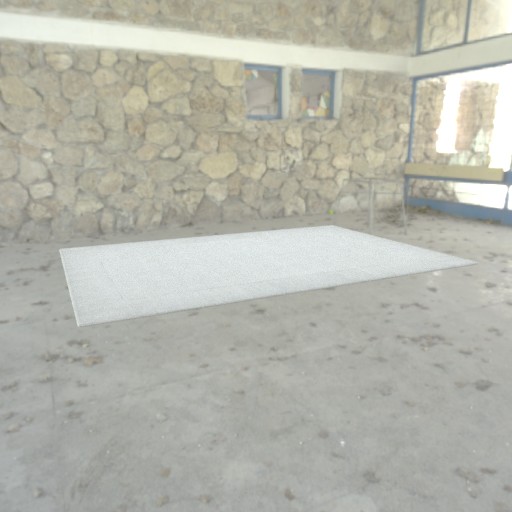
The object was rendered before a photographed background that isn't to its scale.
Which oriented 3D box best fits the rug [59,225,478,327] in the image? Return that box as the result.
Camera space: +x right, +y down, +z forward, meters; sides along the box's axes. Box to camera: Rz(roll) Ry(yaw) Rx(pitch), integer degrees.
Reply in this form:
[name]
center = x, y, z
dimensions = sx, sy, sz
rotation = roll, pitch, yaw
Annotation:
[rug]
center = 0.000, 0.000, 2.307
dimensions = 1.829, 0.013, 1.219
rotation = -6, 15, -25
